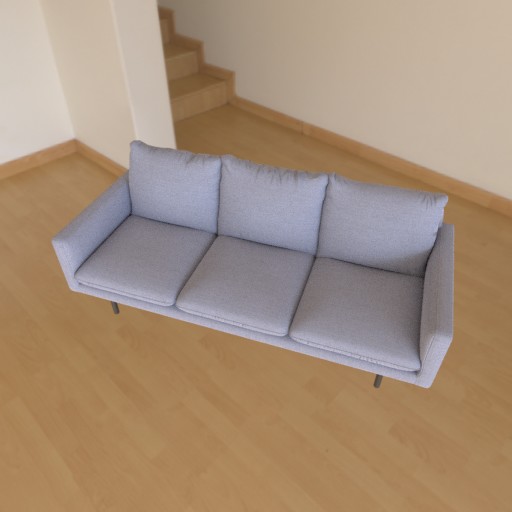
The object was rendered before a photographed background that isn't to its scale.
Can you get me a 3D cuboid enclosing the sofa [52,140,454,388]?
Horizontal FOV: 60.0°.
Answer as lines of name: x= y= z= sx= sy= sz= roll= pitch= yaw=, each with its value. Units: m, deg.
sofa: x=0.000 y=0.000 z=2.450 sx=2.000 sy=0.830 sz=0.850 roll=13 pitch=42 yaw=14
